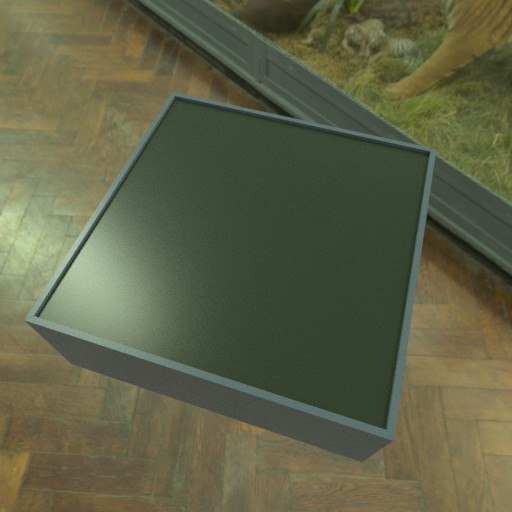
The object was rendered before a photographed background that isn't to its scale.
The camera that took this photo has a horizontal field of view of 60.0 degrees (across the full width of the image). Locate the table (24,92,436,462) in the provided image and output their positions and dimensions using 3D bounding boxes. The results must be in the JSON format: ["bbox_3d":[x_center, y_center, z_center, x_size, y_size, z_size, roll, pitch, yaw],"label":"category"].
[{"bbox_3d":[0.000,0.000,1.227,0.801,0.299,0.801,15,59,9],"label":"table"}]
